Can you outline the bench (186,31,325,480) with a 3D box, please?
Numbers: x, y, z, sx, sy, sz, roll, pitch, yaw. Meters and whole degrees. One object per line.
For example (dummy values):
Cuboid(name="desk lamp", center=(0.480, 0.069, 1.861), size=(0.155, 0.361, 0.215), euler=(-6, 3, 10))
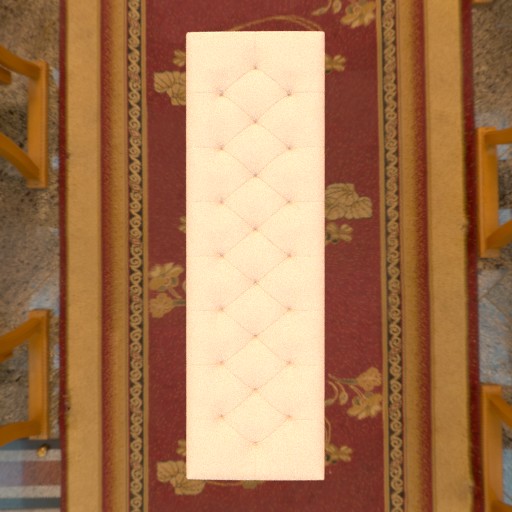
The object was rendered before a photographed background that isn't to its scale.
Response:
Cuboid(name="bench", center=(0.000, 0.000, 1.666), size=(0.457, 0.484, 1.473), euler=(0, 90, 1))
